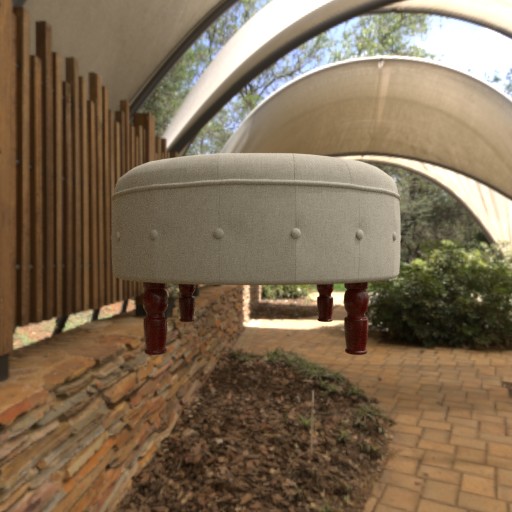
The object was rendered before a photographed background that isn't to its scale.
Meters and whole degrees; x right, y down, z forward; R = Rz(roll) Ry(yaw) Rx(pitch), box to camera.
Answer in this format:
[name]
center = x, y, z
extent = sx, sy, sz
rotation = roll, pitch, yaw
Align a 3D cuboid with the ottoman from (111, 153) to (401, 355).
[ottoman]
center = 0.000, 0.000, 1.370
extent = 0.850, 0.483, 0.850
rotation = 0, 1, 0
